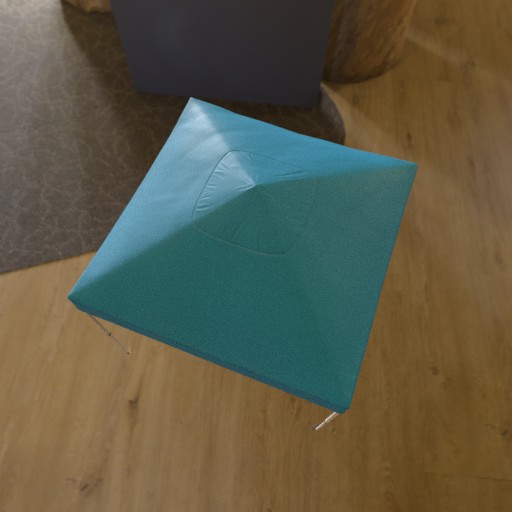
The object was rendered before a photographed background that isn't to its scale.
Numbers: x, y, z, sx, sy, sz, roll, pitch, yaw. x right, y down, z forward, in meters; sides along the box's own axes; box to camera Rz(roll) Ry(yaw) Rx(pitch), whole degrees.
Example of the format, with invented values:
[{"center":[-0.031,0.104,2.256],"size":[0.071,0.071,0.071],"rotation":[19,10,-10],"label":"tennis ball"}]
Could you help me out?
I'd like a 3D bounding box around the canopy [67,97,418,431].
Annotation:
[{"center":[0.000,0.000,5.542],"size":[2.996,2.997,2.998],"rotation":[19,65,9],"label":"canopy"}]
